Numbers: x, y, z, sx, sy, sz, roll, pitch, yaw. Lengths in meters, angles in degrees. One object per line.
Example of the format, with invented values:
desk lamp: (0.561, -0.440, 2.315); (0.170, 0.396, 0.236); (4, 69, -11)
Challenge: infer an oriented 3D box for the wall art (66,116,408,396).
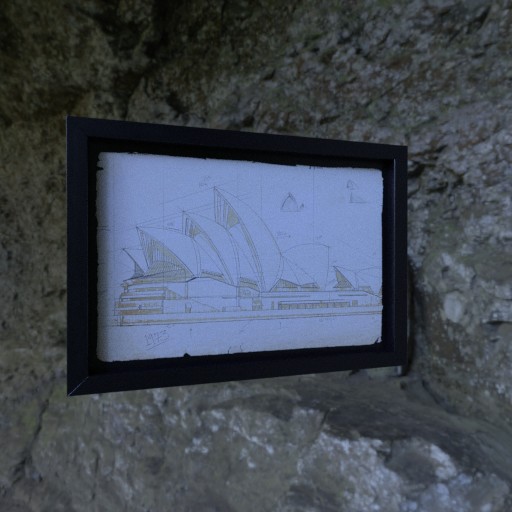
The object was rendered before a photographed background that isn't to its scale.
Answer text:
wall art: (0.000, 0.000, 0.836); (0.657, 0.458, 0.027); (0, 0, -18)
